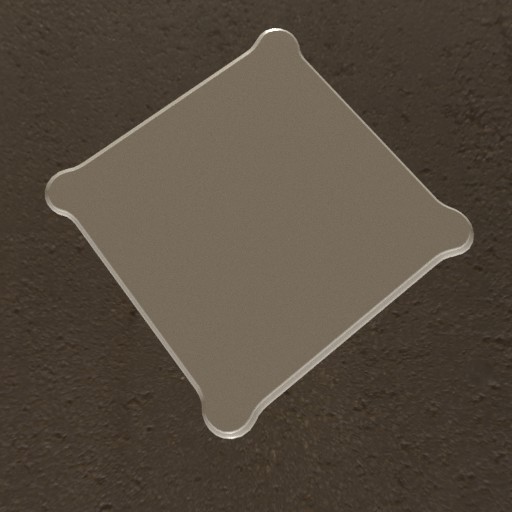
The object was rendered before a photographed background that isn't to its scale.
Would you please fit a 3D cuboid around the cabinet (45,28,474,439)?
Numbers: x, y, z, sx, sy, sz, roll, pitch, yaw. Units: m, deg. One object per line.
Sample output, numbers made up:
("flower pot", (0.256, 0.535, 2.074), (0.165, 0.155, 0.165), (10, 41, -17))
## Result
("cabinet", (0.000, 0.000, 1.227), (0.627, 0.761, 0.628), (-38, 79, -9))
